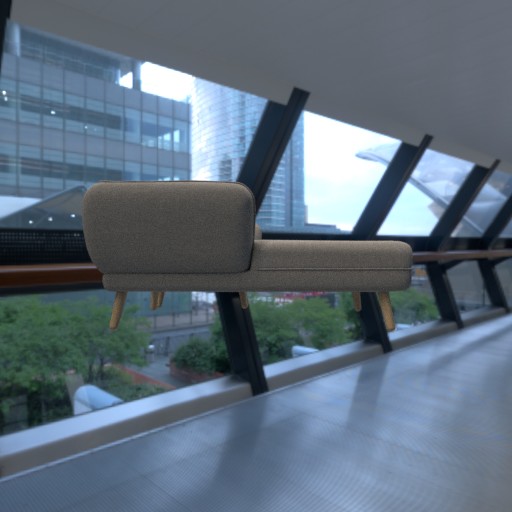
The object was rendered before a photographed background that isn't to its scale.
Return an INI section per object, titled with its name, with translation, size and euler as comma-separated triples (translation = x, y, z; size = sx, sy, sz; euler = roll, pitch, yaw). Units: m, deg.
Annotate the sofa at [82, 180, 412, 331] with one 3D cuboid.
[sofa]
translation = 0.000, 0.000, 3.281
size = 1.532, 0.693, 2.653
euler = 0, 0, 1
